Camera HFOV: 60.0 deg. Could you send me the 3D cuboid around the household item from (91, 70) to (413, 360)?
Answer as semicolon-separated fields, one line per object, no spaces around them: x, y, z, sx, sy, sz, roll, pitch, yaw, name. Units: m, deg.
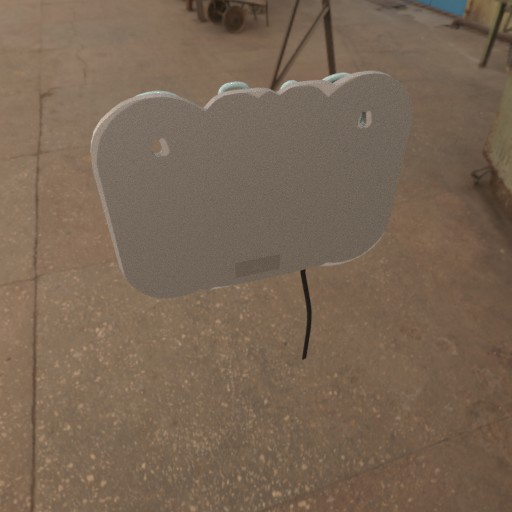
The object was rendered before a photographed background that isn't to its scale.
0.000;0.000;0.367;0.211;0.294;0.042;-11;42;-13;household item
